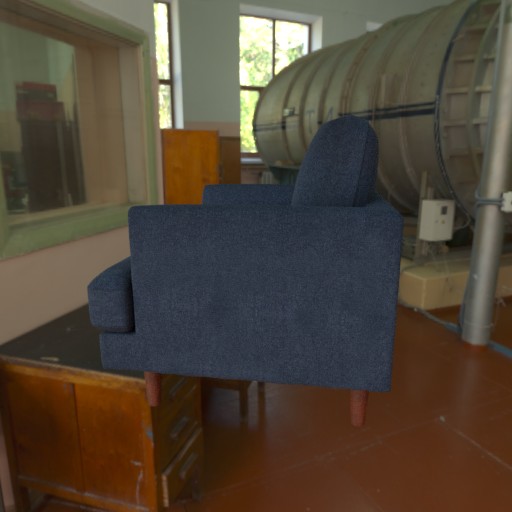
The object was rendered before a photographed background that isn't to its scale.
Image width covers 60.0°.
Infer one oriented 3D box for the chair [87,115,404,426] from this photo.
[{"bbox_3d":[0.000,0.000,1.628,0.899,0.957,0.858,2,14,9],"label":"chair"}]
